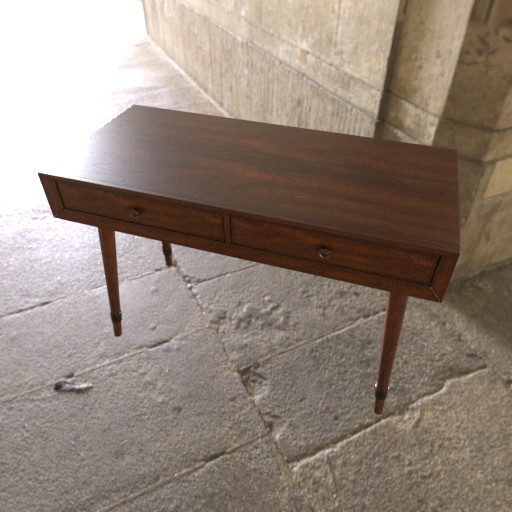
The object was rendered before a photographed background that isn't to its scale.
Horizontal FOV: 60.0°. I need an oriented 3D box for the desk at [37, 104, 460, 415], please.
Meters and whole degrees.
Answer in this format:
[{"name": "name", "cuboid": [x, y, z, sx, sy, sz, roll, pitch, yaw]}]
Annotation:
[{"name": "desk", "cuboid": [0.000, 0.000, 2.157, 1.577, 1.031, 0.734, 12, 42, 14]}]
